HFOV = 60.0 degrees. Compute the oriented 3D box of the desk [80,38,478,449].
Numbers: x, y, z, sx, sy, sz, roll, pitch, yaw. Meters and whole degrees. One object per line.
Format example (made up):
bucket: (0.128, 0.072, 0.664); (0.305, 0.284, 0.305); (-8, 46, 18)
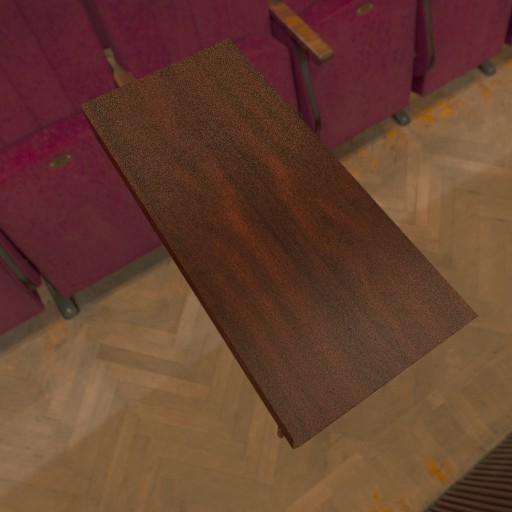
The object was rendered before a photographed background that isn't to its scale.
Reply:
desk: (0.000, 0.000, 2.132); (0.734, 1.031, 1.577); (-31, 69, -13)
